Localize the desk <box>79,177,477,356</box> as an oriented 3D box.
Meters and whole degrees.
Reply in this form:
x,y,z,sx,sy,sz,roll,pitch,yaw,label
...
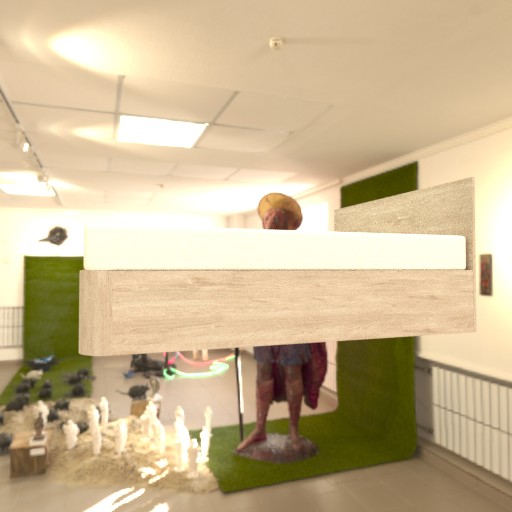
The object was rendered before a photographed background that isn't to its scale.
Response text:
x,y,z,sx,sy,sz,roll,pitch,yaw,label
0.000,0.000,2.616,1.900,0.800,1.400,1,-2,-20,desk
